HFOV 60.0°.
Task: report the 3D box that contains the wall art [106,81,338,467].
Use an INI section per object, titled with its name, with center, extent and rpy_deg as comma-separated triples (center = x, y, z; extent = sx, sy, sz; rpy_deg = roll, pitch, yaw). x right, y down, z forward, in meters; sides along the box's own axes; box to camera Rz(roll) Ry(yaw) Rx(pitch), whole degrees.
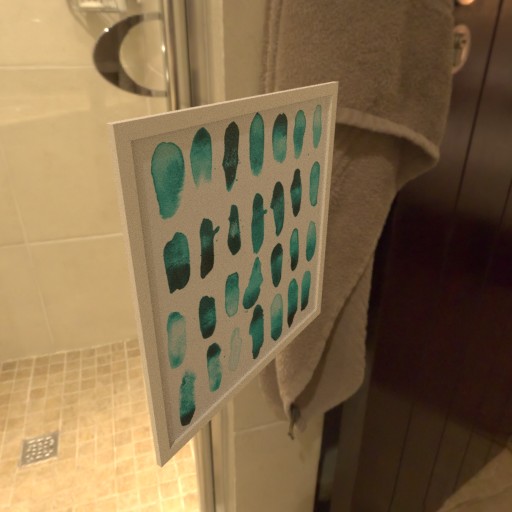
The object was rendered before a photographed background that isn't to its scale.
[wall art]
center = 0.000, 0.000, 0.669
extent = 0.009, 0.457, 0.456
rpy_deg = 18, 32, 31
